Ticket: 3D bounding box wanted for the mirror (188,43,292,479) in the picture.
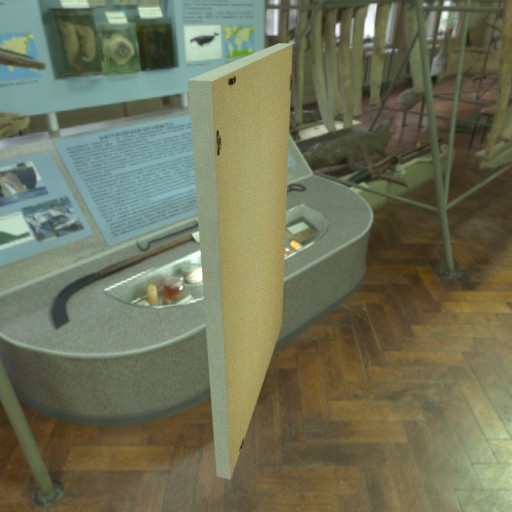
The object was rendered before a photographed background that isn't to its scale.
[{"bbox_3d":[0.000,0.000,1.109,0.041,0.915,0.609,8,31,13],"label":"mirror"}]
